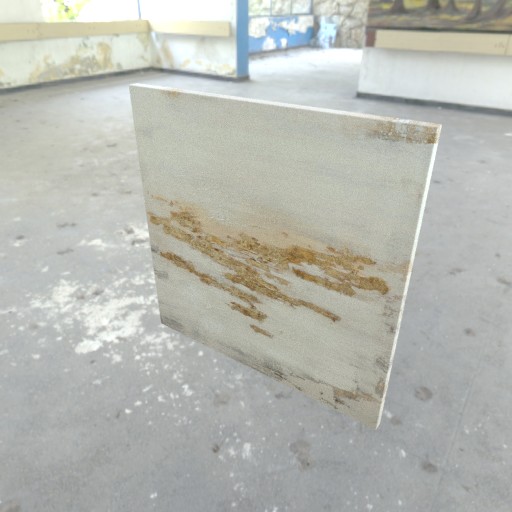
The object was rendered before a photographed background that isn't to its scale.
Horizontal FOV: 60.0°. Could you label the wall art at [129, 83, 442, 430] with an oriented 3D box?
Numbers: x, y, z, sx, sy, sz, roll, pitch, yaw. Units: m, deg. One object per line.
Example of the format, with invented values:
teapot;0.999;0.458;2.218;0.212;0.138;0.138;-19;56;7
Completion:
wall art;0.000;0.000;1.512;1.015;1.018;0.040;19;35;29
